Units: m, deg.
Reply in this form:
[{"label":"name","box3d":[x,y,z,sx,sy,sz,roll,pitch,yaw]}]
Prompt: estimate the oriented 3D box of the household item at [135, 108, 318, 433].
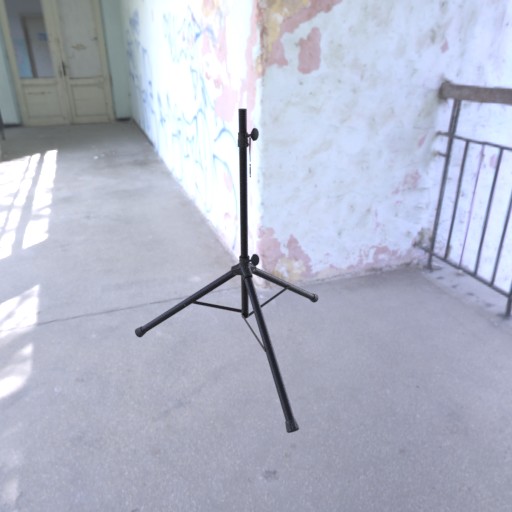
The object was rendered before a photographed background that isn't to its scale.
[{"label":"household item","box3d":[0.000,0.000,1.848,1.045,1.136,0.907,-8,27,-17]}]
